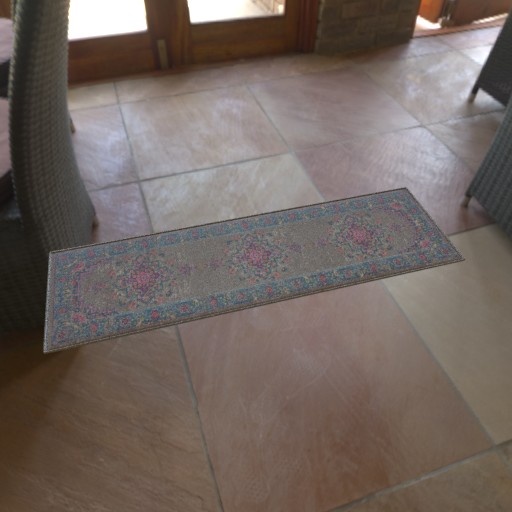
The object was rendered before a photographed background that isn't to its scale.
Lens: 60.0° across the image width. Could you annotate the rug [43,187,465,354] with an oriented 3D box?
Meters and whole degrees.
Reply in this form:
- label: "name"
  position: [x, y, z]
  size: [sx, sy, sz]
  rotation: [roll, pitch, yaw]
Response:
- label: "rug"
  position: [0.000, 0.000, 2.028]
  size: [1.827, 0.012, 0.553]
  rotation: [-11, 48, -10]
